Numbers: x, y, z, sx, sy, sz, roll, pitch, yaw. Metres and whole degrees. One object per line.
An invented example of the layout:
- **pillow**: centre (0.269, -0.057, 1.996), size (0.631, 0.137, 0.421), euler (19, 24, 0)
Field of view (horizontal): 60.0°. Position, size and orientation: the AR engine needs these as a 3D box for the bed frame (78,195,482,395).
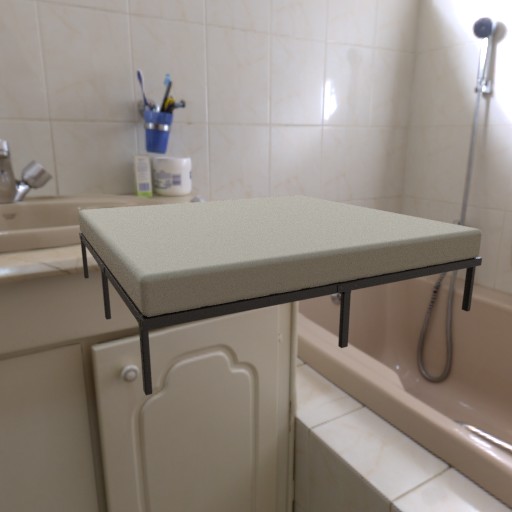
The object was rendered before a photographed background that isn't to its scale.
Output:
- **bed frame**: centre (0.000, 0.000, 3.930), size (2.635, 0.680, 2.526), euler (-8, 16, -27)
